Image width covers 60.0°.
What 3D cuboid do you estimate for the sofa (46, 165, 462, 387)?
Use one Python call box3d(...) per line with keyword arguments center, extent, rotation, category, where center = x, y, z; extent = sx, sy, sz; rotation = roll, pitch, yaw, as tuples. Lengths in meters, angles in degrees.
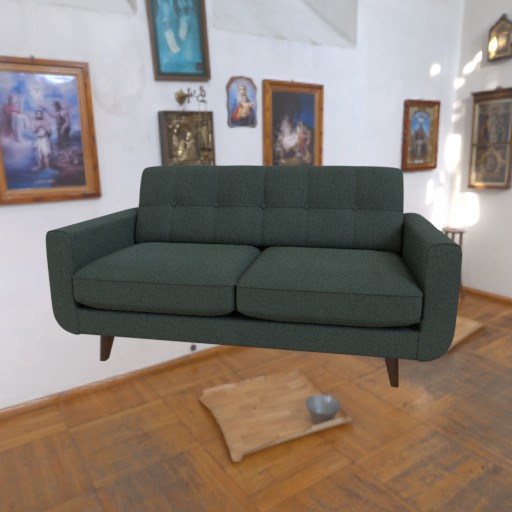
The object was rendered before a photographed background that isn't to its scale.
box3d(center=(0.000, 0.000, 2.125), extent=(1.631, 0.841, 0.909), rotation=(2, 13, 10), category="sofa")
